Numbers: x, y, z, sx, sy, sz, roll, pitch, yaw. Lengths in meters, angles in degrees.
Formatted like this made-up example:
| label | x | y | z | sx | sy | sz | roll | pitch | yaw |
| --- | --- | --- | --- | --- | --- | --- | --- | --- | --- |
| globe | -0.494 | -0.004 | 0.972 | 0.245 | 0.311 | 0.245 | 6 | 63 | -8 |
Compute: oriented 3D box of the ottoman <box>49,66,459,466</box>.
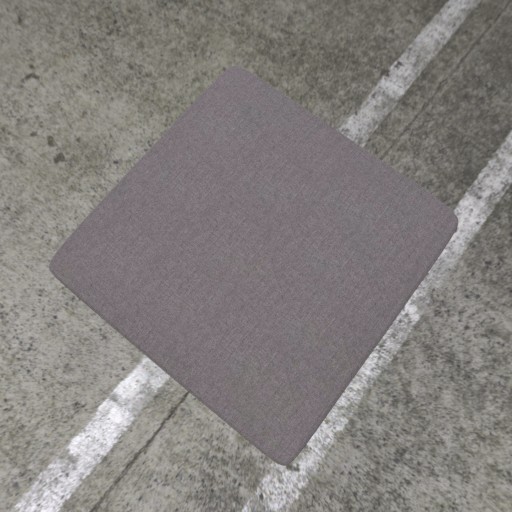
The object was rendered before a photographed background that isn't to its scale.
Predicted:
| label | x | y | z | sx | sy | sz | roll | pitch | yaw |
| --- | --- | --- | --- | --- | --- | --- | --- | --- | --- |
| ottoman | 0.000 | 0.000 | 1.367 | 0.843 | 0.436 | 0.840 | 37 | 78 | 9 |
